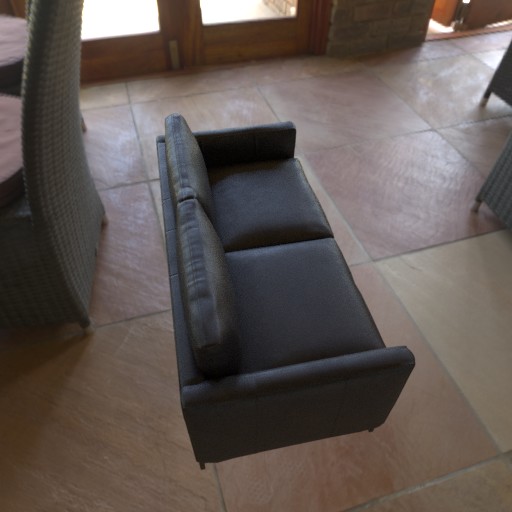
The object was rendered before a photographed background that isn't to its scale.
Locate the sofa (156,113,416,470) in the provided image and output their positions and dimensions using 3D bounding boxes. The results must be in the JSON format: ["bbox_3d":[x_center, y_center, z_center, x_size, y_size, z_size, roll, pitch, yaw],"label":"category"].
[{"bbox_3d":[0.000,0.000,2.316,0.947,0.883,1.805,-10,47,-10],"label":"sofa"}]
